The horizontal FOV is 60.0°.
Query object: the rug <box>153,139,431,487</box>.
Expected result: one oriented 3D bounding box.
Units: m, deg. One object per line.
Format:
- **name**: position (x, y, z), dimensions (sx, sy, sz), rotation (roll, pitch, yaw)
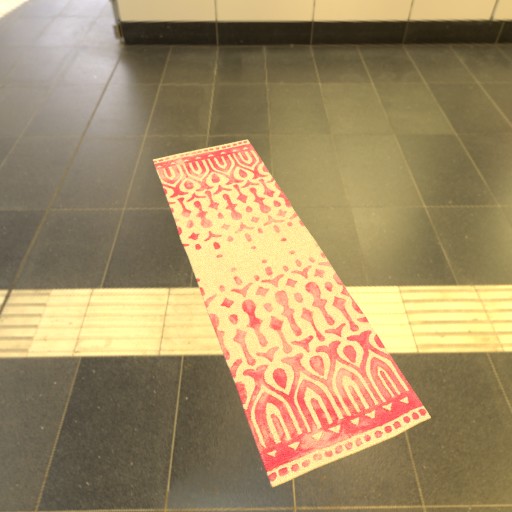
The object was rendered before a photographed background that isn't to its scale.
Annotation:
- **rug**: position (0.000, 0.000, 2.671), dimensions (0.787, 0.011, 2.458), rotation (-15, 48, -14)
